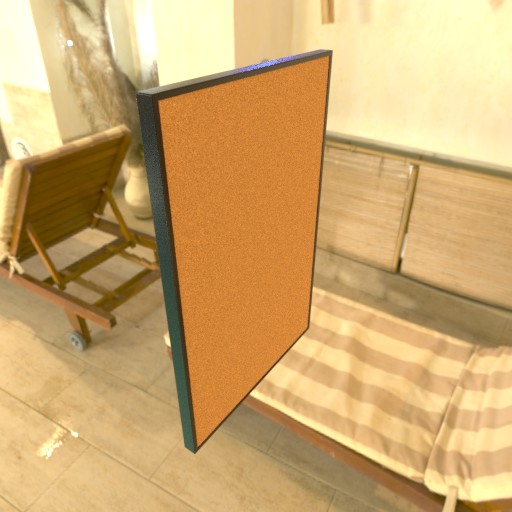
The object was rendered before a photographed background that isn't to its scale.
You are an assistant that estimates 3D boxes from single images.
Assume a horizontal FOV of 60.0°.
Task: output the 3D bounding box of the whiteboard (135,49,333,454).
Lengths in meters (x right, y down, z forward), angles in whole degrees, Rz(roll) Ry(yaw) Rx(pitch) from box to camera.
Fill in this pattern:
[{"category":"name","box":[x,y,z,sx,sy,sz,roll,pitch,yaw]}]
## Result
[{"category":"whiteboard","box":[0.000,0.000,0.765,0.026,0.611,0.406,21,38,29]}]
